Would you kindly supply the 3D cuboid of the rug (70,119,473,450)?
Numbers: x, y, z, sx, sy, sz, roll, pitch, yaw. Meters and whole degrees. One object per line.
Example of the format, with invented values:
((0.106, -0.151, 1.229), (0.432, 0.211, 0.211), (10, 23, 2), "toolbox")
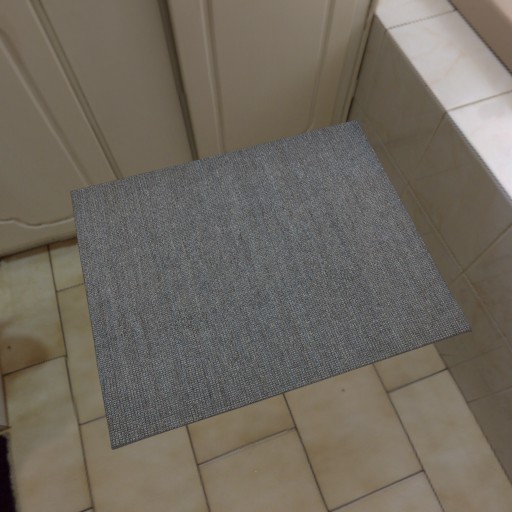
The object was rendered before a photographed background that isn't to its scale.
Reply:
((0.000, 0.000, 4.045), (3.068, 0.021, 2.456), (-16, 65, -8), "rug")
